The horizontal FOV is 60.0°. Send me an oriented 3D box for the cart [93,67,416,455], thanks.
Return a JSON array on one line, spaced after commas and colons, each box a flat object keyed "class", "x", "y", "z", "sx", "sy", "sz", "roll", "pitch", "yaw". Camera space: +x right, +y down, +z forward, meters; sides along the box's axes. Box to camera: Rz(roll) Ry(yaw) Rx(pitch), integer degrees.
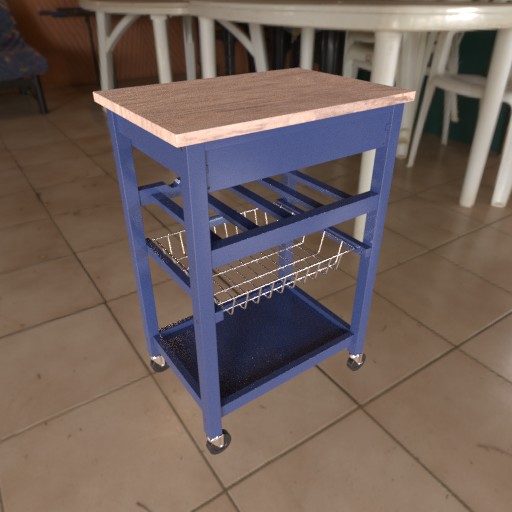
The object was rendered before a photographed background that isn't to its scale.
[{"class": "cart", "x": 0.000, "y": 0.000, "z": 1.180, "sx": 0.584, "sy": 0.839, "sz": 0.403, "roll": -20, "pitch": 37, "yaw": -30}]
